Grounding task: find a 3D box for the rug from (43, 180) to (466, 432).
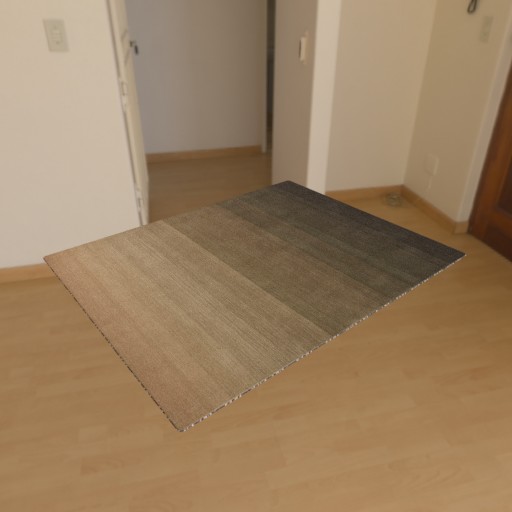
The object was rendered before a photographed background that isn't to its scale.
[{"bbox_3d":[0.000,0.000,3.857,2.902,0.017,2.306,-23,37,-33],"label":"rug"}]
